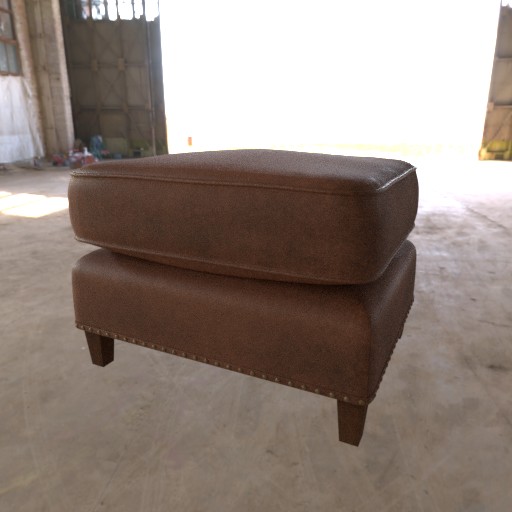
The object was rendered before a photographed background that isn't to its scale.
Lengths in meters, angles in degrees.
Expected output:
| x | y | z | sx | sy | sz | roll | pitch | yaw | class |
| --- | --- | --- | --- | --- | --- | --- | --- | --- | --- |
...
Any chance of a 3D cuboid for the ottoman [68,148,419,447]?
| x | y | z | sx | sy | sz | roll | pitch | yaw | class |
| --- | --- | --- | --- | --- | --- | --- | --- | --- | --- |
| 0.000 | 0.000 | 1.138 | 0.738 | 0.537 | 0.589 | 8 | 19 | 25 | ottoman |
